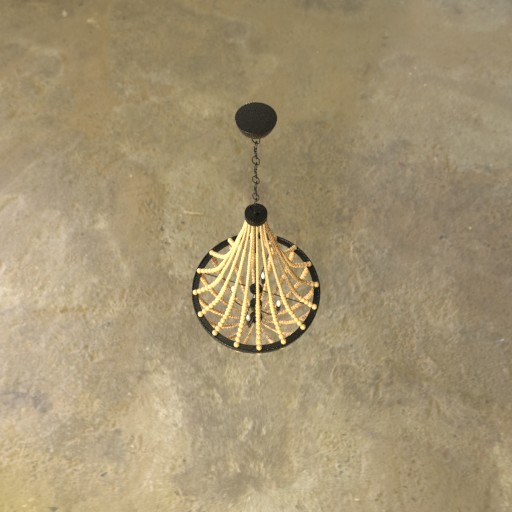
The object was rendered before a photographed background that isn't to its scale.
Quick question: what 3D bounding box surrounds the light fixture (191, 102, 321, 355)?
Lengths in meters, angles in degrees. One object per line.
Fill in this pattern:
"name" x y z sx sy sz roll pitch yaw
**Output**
"light fixture" 0.000 0.000 1.326 0.450 1.133 0.450 0 63 0
